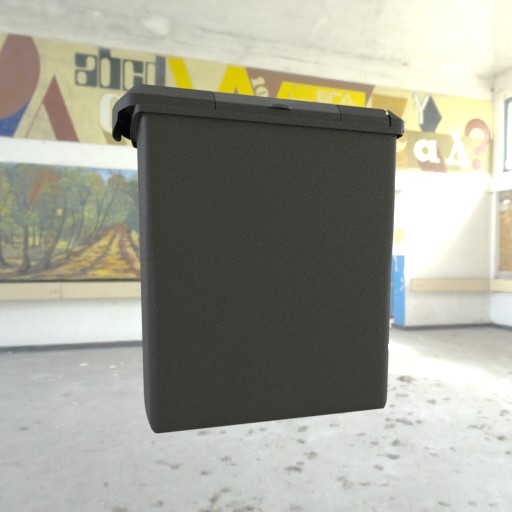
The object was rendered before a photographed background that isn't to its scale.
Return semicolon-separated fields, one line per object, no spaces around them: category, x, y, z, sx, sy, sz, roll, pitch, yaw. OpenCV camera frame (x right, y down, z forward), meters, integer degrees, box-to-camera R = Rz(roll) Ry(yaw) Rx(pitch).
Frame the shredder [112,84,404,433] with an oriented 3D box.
shredder;0.000;0.000;0.520;0.320;0.335;0.170;0;0;-16
